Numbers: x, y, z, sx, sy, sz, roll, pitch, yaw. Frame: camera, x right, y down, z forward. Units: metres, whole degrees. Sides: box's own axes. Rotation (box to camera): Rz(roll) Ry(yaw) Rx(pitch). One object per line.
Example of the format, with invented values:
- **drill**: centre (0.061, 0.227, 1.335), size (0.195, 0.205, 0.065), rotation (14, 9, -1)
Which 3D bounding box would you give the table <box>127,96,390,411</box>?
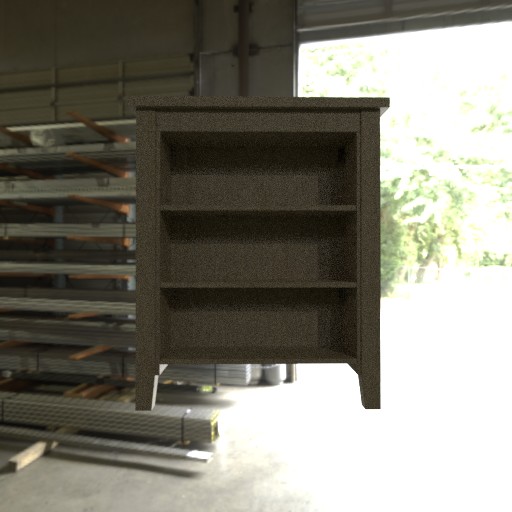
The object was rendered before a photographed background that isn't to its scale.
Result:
- **table**: centre (0.000, 0.000, 1.925), size (0.729, 0.874, 1.397), rotation (0, 0, -1)
